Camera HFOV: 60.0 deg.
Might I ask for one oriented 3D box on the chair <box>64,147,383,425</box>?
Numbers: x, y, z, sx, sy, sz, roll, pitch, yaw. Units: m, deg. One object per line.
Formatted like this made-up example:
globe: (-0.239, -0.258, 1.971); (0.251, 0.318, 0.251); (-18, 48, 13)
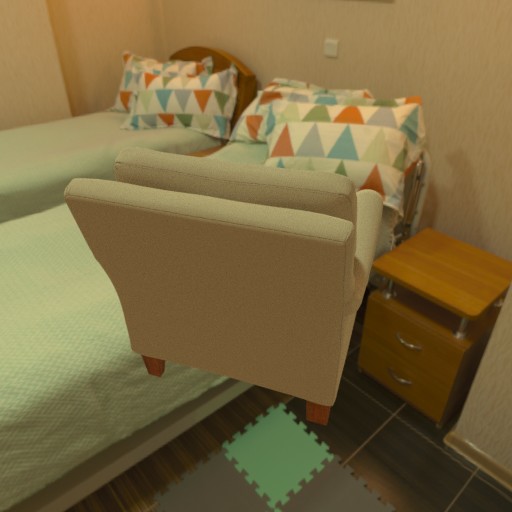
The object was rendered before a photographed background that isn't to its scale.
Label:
chair: (0.000, 0.000, 1.876); (0.955, 1.038, 1.070); (11, 34, 16)
